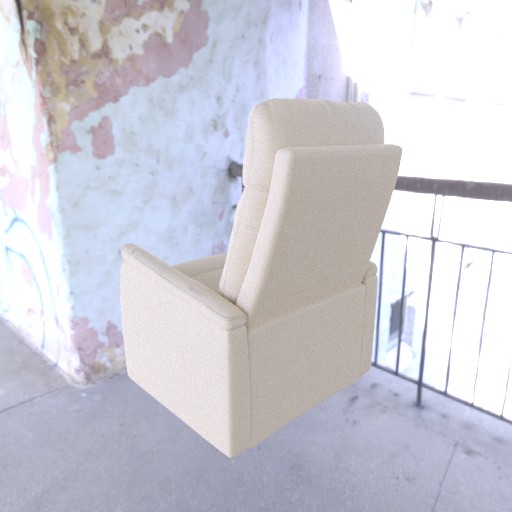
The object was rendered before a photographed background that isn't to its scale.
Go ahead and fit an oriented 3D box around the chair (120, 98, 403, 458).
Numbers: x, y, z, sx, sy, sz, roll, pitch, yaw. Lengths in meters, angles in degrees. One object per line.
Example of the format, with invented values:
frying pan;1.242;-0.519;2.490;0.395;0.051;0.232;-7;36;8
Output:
chair;0.000;0.000;1.653;0.775;1.082;0.831;-14;21;-41
